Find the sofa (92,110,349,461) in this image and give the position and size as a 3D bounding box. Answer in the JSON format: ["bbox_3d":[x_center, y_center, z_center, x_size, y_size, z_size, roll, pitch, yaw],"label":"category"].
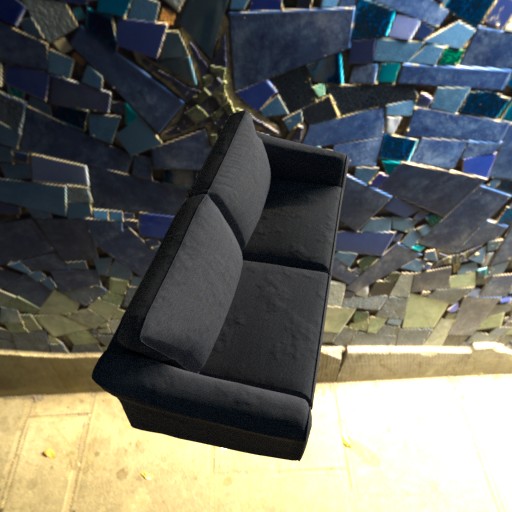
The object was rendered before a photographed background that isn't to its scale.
[{"bbox_3d":[0.000,0.000,2.768,0.971,0.950,2.270,9,47,9],"label":"sofa"}]
